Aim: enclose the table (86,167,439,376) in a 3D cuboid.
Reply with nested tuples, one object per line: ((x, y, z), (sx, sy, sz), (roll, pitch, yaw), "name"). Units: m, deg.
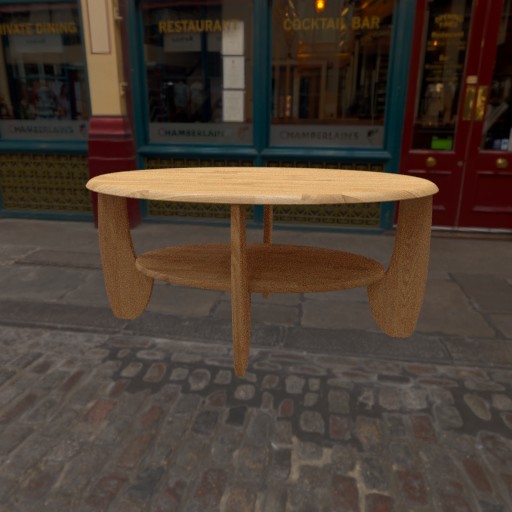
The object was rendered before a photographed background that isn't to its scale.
((0.000, 0.000, 1.402), (1.040, 0.490, 0.690), (2, 17, 8), "table")
